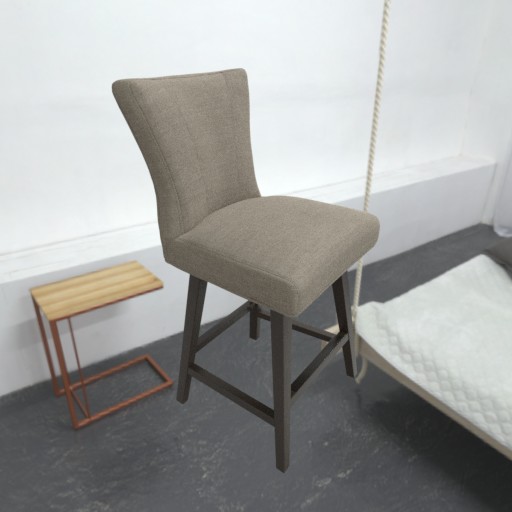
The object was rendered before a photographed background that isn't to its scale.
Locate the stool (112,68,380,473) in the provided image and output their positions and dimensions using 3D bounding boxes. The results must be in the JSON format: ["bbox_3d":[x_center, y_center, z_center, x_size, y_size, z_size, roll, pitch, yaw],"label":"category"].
[{"bbox_3d":[0.000,0.000,1.329,0.574,1.000,0.514,18,32,31],"label":"stool"}]
